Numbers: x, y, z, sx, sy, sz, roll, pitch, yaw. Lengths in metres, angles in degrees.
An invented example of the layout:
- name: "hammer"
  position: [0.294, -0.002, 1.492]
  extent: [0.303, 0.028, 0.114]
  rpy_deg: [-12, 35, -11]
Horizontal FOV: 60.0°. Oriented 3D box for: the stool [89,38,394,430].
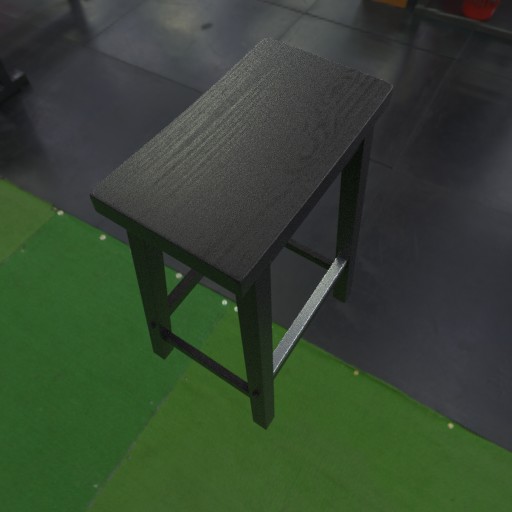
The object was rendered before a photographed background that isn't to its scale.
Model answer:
- name: "stool"
  position: [0.000, 0.000, 0.855]
  extent: [0.322, 0.610, 0.406]
  rpy_deg: [29, 62, 17]
